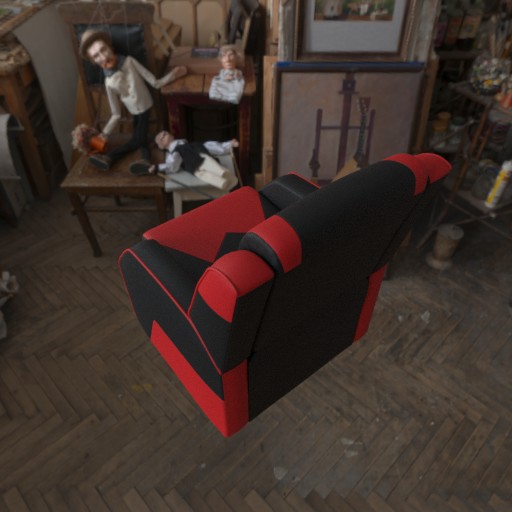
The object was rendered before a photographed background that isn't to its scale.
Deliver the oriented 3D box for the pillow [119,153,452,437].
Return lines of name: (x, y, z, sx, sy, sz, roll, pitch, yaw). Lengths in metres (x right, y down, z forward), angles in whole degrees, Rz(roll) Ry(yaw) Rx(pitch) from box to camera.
pillow: (0.000, 0.000, 1.297, 0.620, 0.805, 0.672, -29, 51, -26)
